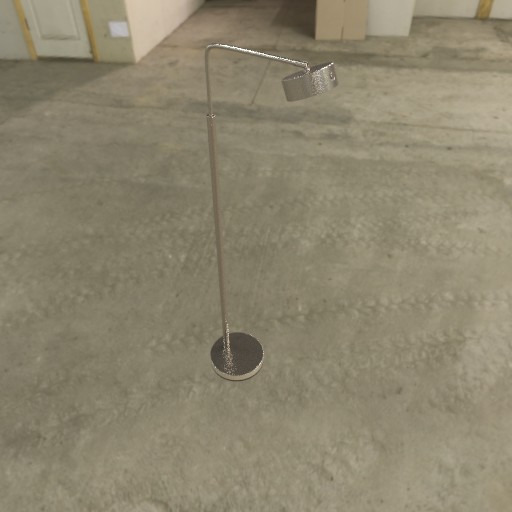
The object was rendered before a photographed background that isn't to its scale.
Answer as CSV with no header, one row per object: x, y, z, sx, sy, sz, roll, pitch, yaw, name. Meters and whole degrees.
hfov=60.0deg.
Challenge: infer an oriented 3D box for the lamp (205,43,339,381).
0.000,0.000,1.421,0.421,1.250,0.222,26,47,27,lamp
